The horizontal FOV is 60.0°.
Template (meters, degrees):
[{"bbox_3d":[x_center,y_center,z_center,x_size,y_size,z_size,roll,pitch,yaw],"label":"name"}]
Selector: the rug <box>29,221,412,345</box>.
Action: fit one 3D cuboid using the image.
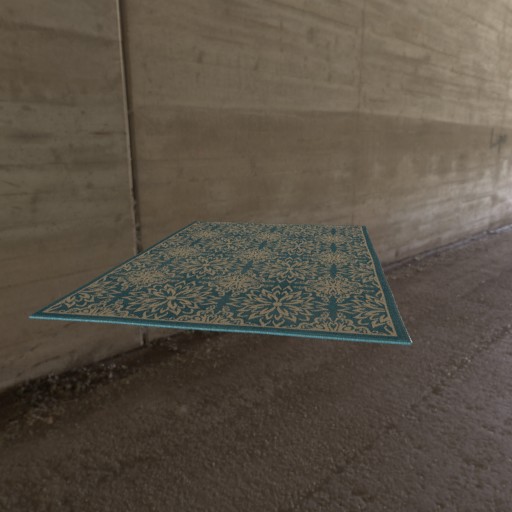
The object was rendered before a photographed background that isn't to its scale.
[{"bbox_3d":[0.000,0.000,2.234,1.211,0.012,1.833,2,15,9],"label":"rug"}]
